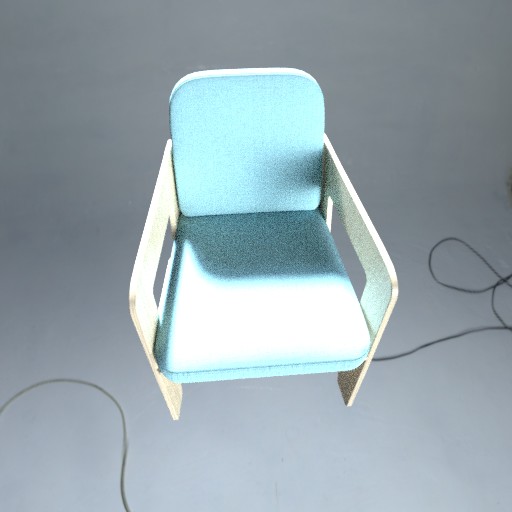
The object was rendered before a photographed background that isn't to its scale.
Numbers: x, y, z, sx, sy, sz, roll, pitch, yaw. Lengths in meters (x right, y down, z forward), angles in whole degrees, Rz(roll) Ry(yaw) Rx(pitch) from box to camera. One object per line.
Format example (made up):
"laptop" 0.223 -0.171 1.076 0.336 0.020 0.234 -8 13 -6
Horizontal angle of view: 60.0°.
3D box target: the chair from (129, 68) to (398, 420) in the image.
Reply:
"chair" 0.000 0.000 1.272 0.590 0.800 0.710 -3 47 -3
